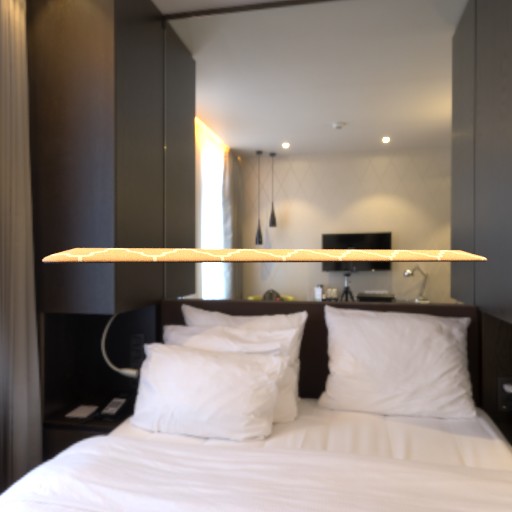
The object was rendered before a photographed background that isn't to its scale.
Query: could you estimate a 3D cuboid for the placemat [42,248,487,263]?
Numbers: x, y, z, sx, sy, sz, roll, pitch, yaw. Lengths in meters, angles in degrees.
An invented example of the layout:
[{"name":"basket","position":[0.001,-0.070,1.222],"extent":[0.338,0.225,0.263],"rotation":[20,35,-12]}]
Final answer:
[{"name":"placemat","position":[0.000,0.000,0.933],"extent":[0.762,0.021,0.508],"rotation":[0,0,-19]}]
